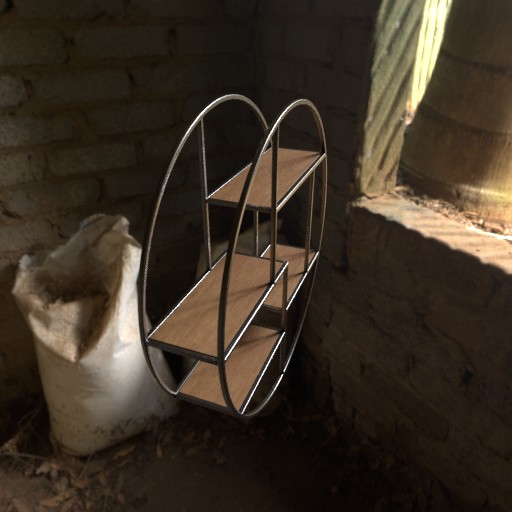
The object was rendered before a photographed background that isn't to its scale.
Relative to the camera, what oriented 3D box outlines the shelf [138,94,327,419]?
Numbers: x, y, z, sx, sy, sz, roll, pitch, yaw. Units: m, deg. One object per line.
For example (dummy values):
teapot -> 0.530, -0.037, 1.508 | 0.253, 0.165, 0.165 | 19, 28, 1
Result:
shelf -> 0.000, 0.000, 1.309 | 0.202, 0.888, 0.888 | 11, 32, 19
